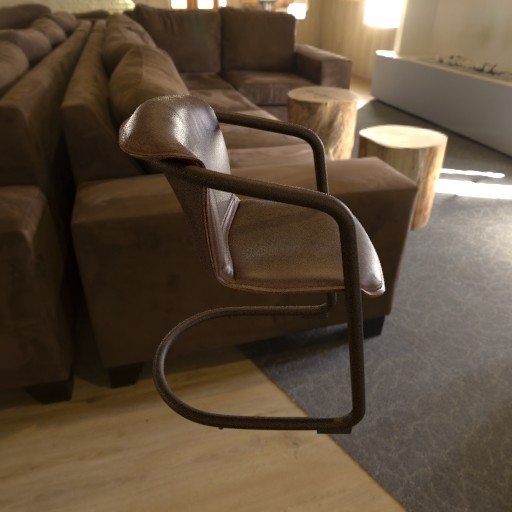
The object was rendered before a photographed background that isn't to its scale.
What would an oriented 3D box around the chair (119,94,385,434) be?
[{"bbox_3d":[0.000,0.000,1.242,0.664,0.836,0.536,0,31,0],"label":"chair"}]
